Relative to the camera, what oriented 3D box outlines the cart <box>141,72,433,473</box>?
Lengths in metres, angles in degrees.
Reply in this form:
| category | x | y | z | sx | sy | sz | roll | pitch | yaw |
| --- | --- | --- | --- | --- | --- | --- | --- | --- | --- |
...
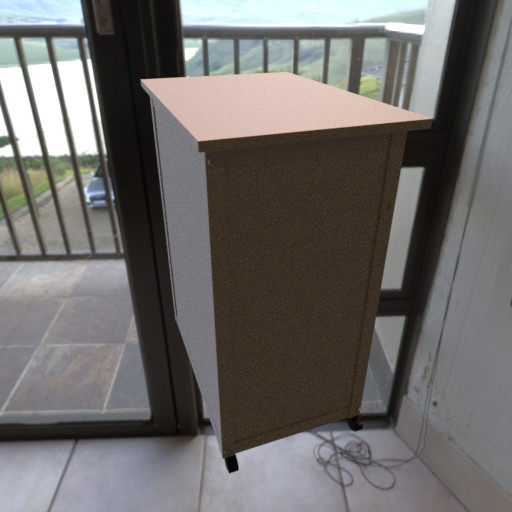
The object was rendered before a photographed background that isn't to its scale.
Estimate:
| category | x | y | z | sx | sy | sz | roll | pitch | yaw |
| --- | --- | --- | --- | --- | --- | --- | --- | --- | --- |
| cart | 0.000 | 0.000 | 1.243 | 0.442 | 0.864 | 0.683 | -10 | 31 | -17 |
